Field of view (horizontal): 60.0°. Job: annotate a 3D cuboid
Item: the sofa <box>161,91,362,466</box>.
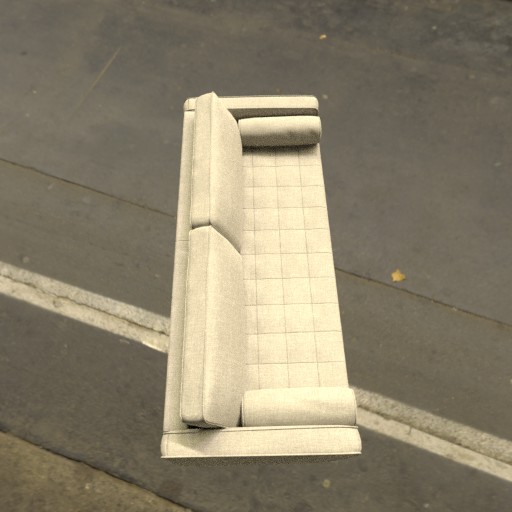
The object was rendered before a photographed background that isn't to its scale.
[{"bbox_3d":[0.000,0.000,2.604,0.914,0.762,2.211,-1,62,-1],"label":"sofa"}]
